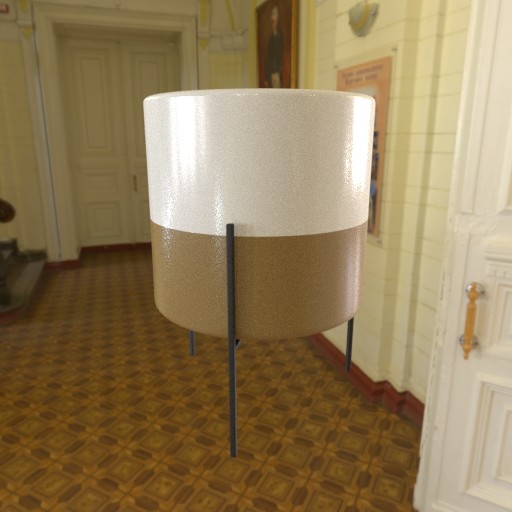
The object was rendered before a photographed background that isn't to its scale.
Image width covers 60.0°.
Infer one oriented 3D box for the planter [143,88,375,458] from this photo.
[{"bbox_3d":[0.000,0.000,0.645,0.310,0.432,0.310,8,17,26],"label":"planter"}]
